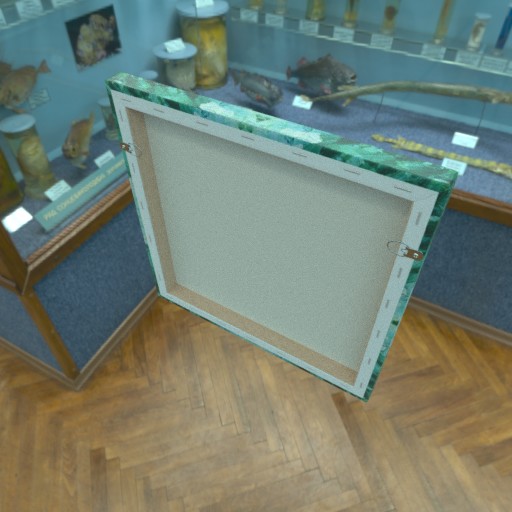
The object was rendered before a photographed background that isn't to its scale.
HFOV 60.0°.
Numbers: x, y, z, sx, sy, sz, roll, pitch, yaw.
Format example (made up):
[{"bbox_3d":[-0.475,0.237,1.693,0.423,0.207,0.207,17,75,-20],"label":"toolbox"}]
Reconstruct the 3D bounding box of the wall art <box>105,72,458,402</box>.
[{"bbox_3d":[0.000,0.000,0.755,0.507,0.508,0.038,23,50,21],"label":"wall art"}]
